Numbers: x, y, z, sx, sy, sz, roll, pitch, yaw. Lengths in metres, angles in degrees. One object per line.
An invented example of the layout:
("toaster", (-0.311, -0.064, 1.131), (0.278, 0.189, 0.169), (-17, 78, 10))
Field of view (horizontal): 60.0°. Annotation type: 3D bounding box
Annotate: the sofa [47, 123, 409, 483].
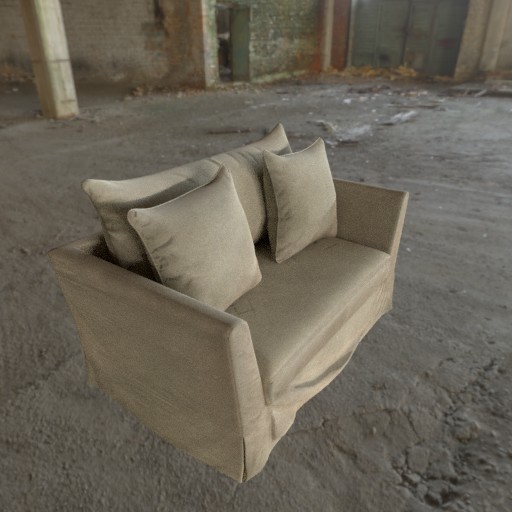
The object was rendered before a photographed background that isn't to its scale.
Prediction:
("sofa", (0.000, 0.000, 2.233), (1.035, 1.040, 1.608), (18, 32, 31))
